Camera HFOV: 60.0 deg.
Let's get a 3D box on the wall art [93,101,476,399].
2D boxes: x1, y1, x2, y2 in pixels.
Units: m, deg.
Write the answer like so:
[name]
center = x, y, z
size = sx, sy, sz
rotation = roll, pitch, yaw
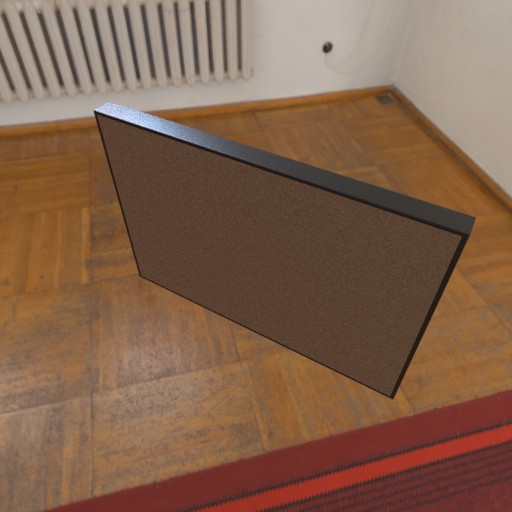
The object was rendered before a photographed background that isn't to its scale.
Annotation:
[wall art]
center = 0.000, 0.000, 1.221
size = 0.939, 0.640, 0.058
rotation = 23, 50, 21
